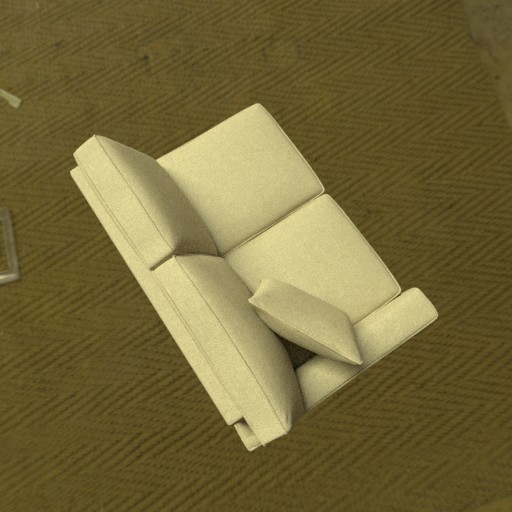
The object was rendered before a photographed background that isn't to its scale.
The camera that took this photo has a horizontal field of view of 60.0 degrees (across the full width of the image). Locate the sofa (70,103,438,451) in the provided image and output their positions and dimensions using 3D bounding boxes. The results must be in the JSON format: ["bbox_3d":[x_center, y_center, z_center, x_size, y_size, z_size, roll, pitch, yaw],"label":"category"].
[{"bbox_3d":[0.000,0.000,2.101,0.991,0.989,1.388,-34,78,-8],"label":"sofa"}]
